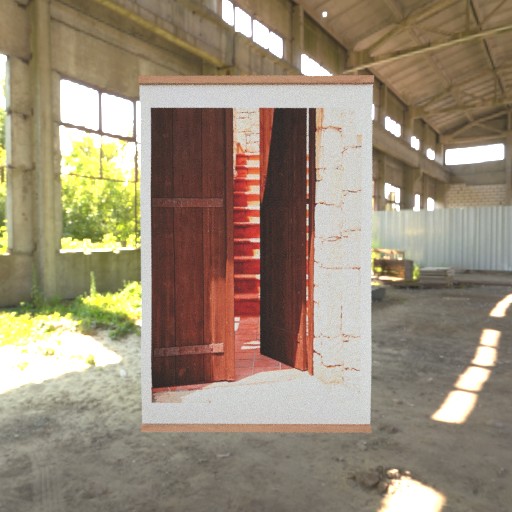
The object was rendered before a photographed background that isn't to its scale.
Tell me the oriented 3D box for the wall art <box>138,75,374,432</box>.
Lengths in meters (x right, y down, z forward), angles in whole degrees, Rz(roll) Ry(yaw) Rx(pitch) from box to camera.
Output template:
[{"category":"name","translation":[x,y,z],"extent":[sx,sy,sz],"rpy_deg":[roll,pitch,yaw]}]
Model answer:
[{"category":"wall art","translation":[0.000,0.000,0.638],"extent":[0.332,0.508,0.012],"rpy_deg":[0,2,0]}]
